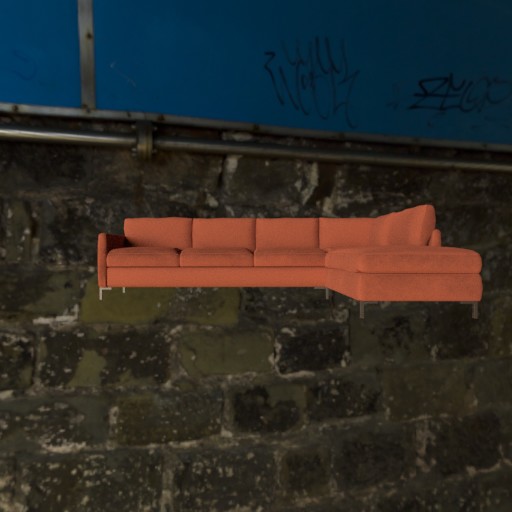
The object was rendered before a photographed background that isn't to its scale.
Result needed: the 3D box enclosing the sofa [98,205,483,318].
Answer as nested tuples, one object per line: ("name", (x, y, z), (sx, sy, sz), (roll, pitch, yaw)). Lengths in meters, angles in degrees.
("sofa", (0.000, 0.000, 3.589), (2.736, 0.757, 1.879), (0, 0, -1))
